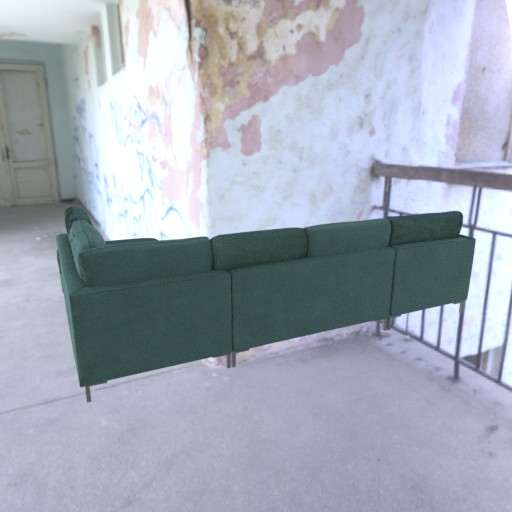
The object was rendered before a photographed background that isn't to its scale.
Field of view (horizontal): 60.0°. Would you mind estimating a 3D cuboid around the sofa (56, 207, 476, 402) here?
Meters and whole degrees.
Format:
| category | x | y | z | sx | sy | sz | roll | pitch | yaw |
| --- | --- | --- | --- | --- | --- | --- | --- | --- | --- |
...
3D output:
| category | x | y | z | sx | sy | sz | roll | pitch | yaw |
| --- | --- | --- | --- | --- | --- | --- | --- | --- | --- |
| sofa | 0.000 | 0.000 | 4.225 | 3.434 | 0.992 | 2.055 | -7 | 18 | -24 |
